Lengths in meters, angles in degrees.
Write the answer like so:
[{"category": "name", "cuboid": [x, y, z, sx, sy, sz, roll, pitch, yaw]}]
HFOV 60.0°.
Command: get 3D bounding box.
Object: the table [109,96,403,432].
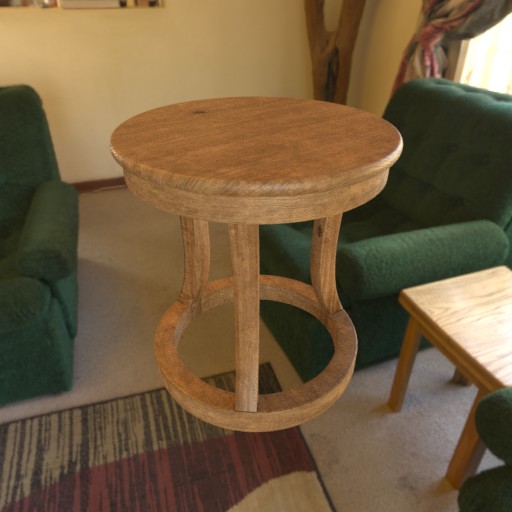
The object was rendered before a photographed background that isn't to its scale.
[{"category": "table", "cuboid": [0.000, 0.000, 0.793, 0.432, 0.460, 0.432, 0, 32, 0]}]
